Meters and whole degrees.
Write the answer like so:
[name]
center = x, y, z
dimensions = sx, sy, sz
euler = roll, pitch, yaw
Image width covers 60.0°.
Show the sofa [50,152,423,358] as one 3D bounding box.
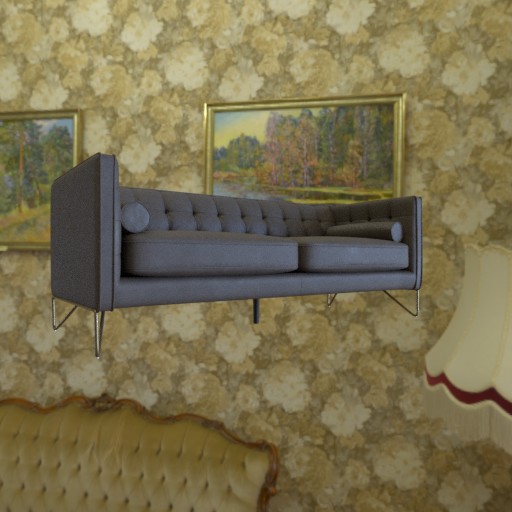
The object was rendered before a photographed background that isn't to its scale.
[sofa]
center = 0.000, 0.000, 2.590
dimensions = 2.087, 0.789, 0.867
euler = 0, 0, -36
